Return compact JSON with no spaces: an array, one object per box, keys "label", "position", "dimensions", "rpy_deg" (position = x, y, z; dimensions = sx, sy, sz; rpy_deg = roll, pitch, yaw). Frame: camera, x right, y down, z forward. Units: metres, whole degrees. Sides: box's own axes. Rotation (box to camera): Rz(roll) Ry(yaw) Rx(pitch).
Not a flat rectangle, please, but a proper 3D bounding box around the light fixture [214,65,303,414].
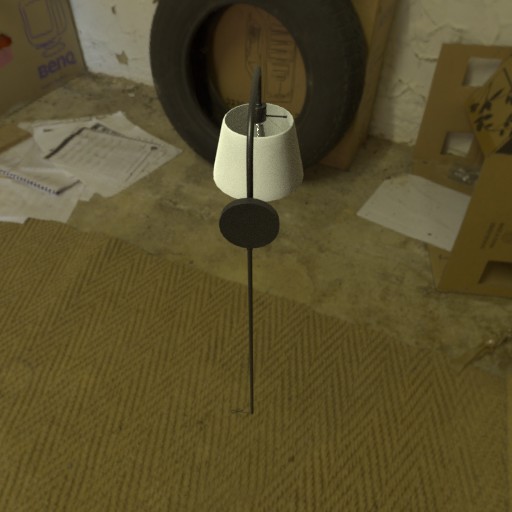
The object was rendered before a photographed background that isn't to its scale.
[{"label":"light fixture","position":[0.000,0.000,0.481],"dimensions":[0.092,0.399,0.176],"rpy_deg":[2,46,2]}]
